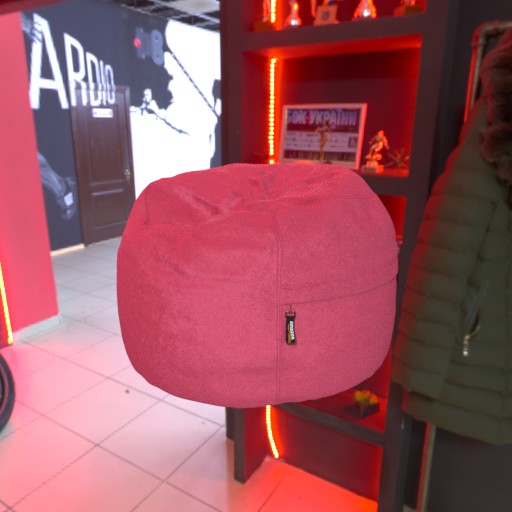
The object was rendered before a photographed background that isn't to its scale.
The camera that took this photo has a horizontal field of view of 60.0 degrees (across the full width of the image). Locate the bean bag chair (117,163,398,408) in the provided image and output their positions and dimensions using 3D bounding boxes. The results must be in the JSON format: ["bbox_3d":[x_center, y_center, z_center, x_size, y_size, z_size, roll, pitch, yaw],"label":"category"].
[{"bbox_3d":[0.000,0.000,1.989,1.218,0.788,1.218,0,16,0],"label":"bean bag chair"}]
